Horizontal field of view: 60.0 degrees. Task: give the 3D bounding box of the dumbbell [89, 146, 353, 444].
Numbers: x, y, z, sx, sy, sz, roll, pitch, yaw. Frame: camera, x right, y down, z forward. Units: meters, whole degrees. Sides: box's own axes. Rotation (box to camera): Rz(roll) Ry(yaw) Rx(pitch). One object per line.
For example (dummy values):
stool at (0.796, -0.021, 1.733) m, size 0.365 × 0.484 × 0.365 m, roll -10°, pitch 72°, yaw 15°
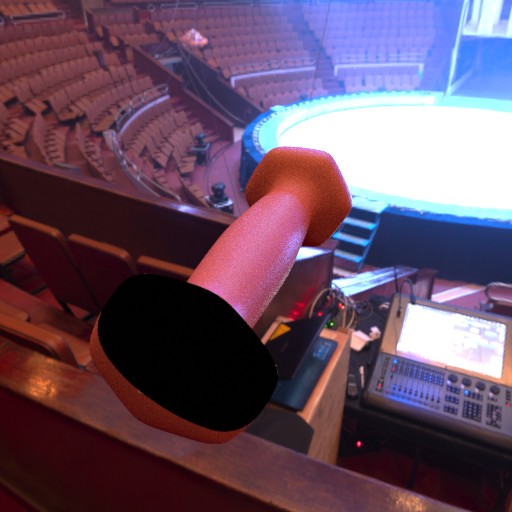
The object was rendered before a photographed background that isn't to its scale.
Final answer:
dumbbell at (0.000, 0.000, 0.147) m, size 0.047 × 0.043 × 0.123 m, roll 10°, pitch 32°, yaw 17°
